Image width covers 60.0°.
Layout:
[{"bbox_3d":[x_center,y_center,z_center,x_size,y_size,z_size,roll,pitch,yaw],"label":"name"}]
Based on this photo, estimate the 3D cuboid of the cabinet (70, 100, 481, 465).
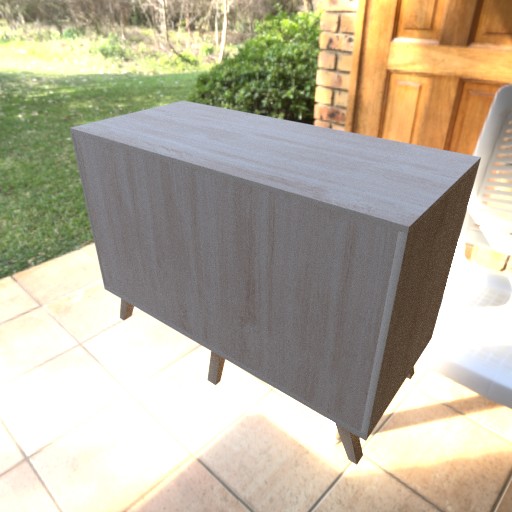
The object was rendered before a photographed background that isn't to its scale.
[{"bbox_3d":[0.000,0.000,1.488,1.110,0.780,0.500,22,38,32],"label":"cabinet"}]
